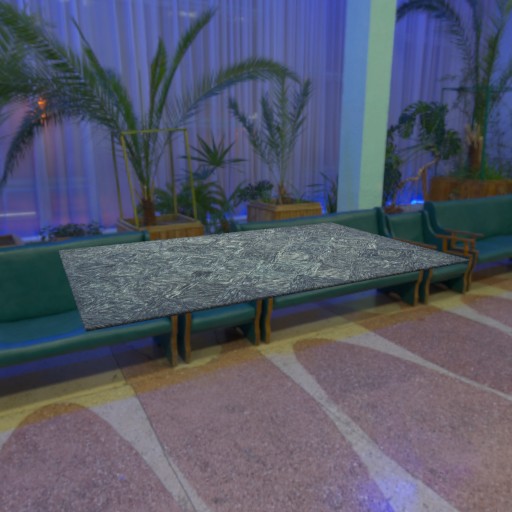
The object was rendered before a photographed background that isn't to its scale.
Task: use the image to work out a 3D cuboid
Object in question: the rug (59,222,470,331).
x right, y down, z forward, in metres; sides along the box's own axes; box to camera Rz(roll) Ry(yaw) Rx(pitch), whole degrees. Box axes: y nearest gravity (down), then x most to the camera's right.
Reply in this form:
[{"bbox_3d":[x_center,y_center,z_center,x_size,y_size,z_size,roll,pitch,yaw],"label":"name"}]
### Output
[{"bbox_3d":[0.000,0.000,2.963,2.330,0.017,1.478,-8,17,-26],"label":"rug"}]
